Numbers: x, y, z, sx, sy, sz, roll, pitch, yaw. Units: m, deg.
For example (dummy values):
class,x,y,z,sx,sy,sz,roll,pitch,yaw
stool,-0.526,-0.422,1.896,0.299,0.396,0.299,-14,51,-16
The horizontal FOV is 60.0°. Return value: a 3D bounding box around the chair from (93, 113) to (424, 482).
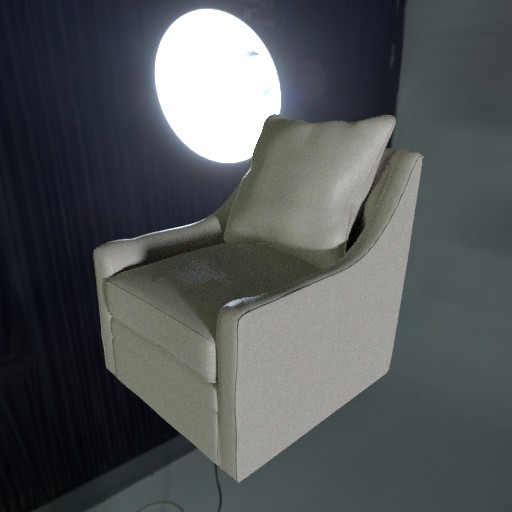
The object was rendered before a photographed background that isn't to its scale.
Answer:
class,x,y,z,sx,sy,sz,roll,pitch,yaw
chair,0.000,0.000,1.556,0.876,0.942,0.760,-17,25,-41
